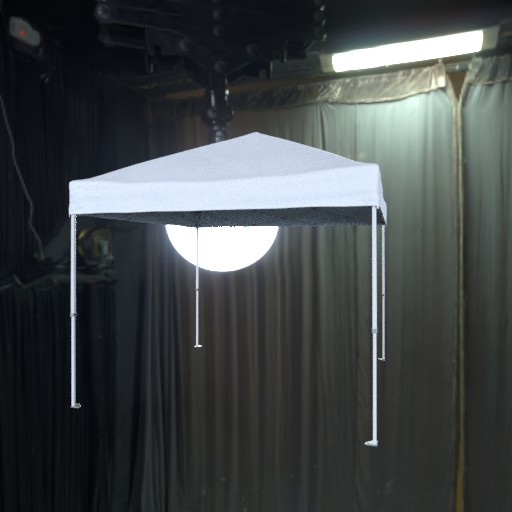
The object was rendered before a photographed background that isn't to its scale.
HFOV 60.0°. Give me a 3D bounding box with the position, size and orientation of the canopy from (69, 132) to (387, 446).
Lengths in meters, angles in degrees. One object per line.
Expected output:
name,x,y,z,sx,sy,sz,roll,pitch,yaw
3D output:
canopy,0.000,0.000,5.387,2.996,2.997,2.998,0,1,17
